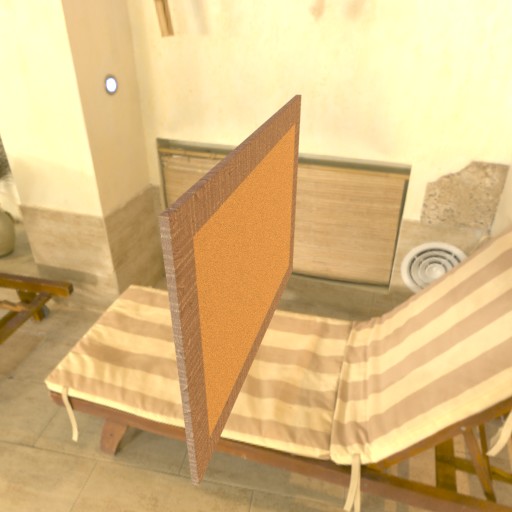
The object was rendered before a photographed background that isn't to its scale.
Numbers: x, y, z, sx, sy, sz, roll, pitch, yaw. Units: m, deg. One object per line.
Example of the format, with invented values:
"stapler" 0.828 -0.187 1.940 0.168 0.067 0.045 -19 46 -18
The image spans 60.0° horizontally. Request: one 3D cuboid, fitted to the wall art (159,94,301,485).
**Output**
"wall art" 0.000 0.000 1.371 0.020 0.761 1.056 9 32 15
